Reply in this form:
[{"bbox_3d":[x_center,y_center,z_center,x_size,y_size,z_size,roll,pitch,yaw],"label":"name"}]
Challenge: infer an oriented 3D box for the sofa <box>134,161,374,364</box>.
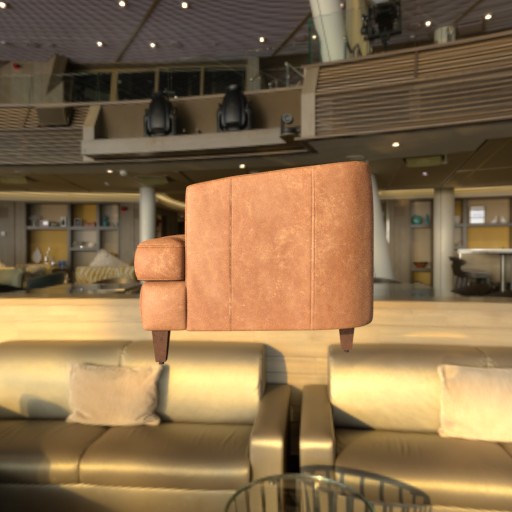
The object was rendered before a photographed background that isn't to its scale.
[{"bbox_3d":[0.000,0.000,2.699,0.922,0.791,2.257,0,1,-1],"label":"sofa"}]
